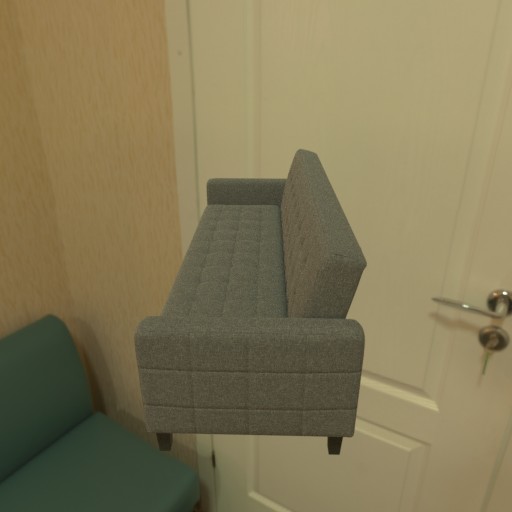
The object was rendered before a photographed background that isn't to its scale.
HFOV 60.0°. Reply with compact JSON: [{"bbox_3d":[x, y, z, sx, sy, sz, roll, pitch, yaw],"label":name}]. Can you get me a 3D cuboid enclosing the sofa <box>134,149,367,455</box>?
[{"bbox_3d":[0.000,0.000,2.469,0.810,0.850,2.040,1,25,1],"label":"sofa"}]
